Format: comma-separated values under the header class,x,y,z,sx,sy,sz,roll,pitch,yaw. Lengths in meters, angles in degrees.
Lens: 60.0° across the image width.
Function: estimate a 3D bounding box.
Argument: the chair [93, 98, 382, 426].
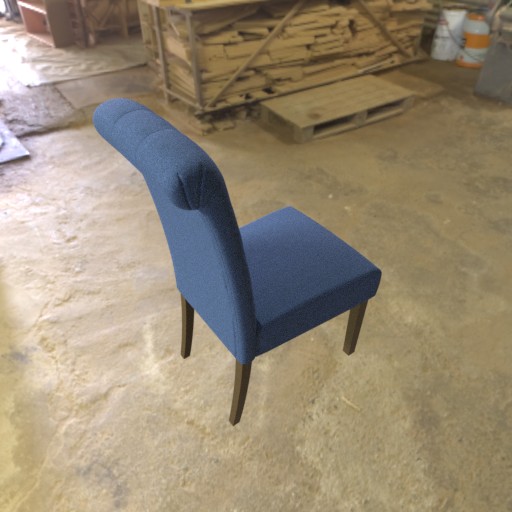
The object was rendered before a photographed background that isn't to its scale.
class,x,y,z,sx,sy,sz,roll,pitch,yaw
chair,0.000,0.000,1.353,0.671,1.006,0.456,-25,46,-27
